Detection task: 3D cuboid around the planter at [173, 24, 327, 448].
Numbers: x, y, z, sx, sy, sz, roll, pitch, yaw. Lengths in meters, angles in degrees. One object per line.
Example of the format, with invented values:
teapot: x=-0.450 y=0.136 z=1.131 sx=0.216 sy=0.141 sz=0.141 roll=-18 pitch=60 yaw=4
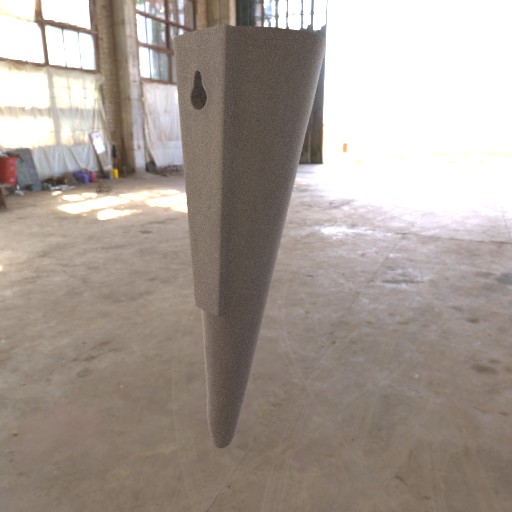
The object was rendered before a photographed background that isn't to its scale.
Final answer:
planter: x=0.000 y=0.000 z=0.293 sx=0.087 sy=0.259 sz=0.078 roll=-15 pitch=22 yaw=-42
